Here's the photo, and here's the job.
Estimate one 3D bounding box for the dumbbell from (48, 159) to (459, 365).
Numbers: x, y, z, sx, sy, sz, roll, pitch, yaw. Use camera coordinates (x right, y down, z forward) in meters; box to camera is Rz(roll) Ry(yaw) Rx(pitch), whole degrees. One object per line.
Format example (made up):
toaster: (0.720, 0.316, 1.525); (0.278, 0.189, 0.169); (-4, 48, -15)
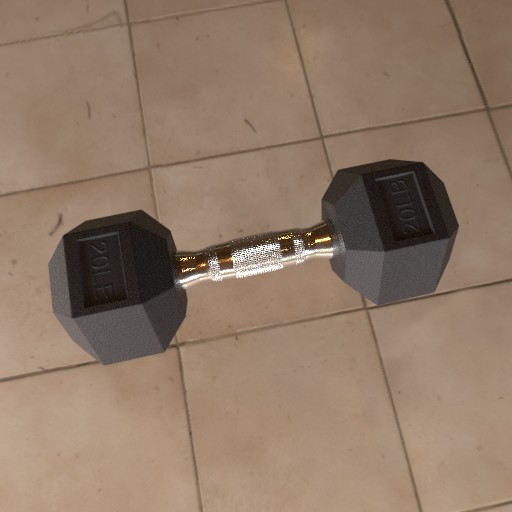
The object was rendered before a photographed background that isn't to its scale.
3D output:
dumbbell: (0.000, 0.000, 0.350); (0.297, 0.101, 0.116); (-12, 75, -3)
